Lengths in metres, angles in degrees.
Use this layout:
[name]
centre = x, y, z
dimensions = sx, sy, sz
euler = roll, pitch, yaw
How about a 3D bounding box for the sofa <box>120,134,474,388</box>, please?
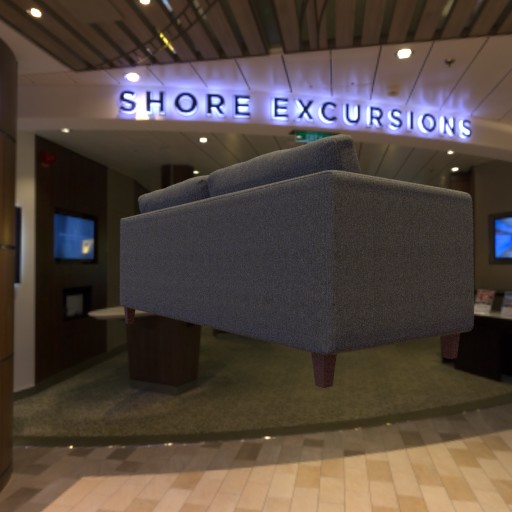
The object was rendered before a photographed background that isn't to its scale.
[sofa]
centre = 0.000, 0.000, 2.651
dimensions = 0.948, 0.965, 2.208
euler = 1, -1, -36
